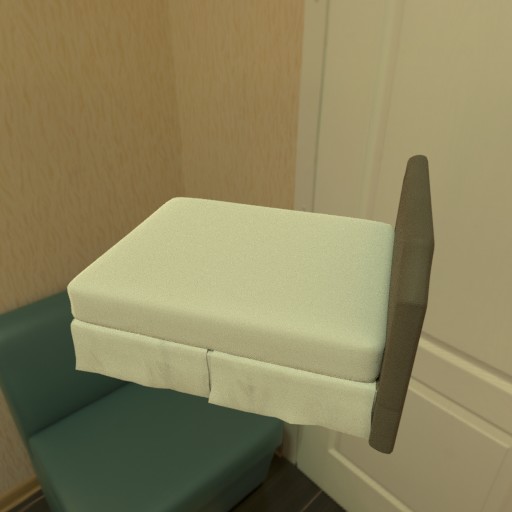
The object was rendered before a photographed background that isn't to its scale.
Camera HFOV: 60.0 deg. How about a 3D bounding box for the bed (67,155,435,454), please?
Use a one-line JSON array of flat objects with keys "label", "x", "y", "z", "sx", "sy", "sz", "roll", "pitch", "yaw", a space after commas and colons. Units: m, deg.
[{"label": "bed", "x": 0.000, "y": 0.000, "z": 3.220, "sx": 2.181, "sy": 1.297, "sz": 1.831, "roll": 9, "pitch": 31, "yaw": 15}]
